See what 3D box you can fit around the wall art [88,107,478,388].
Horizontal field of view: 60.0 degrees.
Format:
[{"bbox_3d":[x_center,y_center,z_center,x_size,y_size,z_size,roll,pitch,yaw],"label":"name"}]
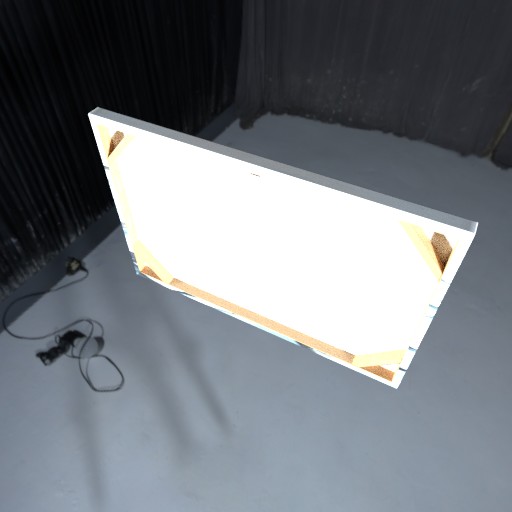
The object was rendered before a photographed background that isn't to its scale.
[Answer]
[{"bbox_3d":[0.000,0.000,1.180,0.914,0.609,0.039,21,51,18],"label":"wall art"}]
